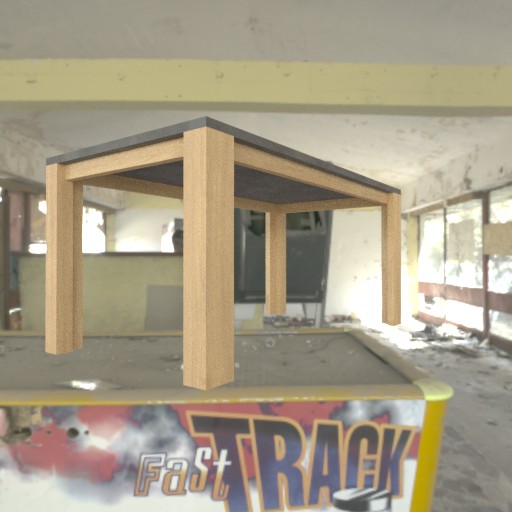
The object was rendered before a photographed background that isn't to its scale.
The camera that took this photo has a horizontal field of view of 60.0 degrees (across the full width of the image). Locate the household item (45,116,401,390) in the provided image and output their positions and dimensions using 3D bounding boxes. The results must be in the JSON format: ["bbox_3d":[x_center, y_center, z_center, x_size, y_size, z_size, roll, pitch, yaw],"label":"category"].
[{"bbox_3d":[0.000,0.000,2.114,0.850,0.755,1.600,0,-1,37],"label":"household item"}]
